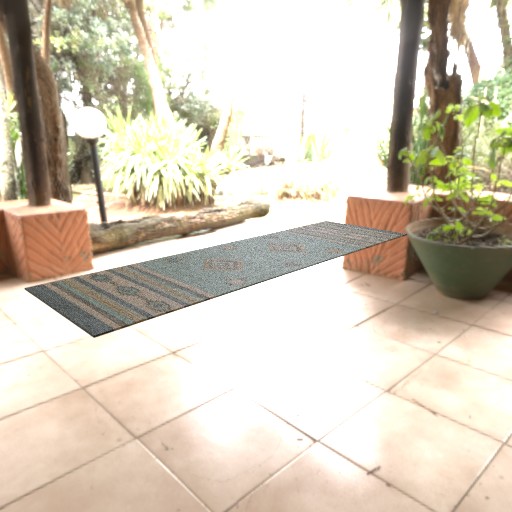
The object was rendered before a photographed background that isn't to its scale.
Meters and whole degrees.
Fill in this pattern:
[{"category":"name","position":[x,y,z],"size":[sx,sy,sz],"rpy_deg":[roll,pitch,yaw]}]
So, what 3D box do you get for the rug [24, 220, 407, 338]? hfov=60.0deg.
[{"category":"rug","position":[0.000,0.000,2.733],"size":[2.441,0.010,0.744],"rpy_deg":[-15,21,-43]}]
